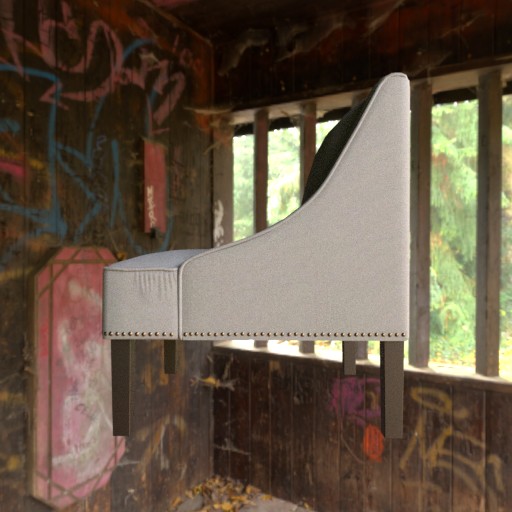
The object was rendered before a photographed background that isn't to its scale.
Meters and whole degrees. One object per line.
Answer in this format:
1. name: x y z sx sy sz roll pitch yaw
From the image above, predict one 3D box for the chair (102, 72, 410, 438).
1. chair: 0.000 0.000 1.355 0.747 0.867 0.631 0 1 1
